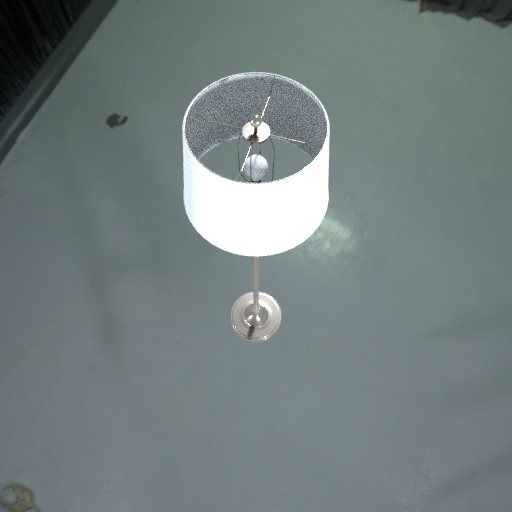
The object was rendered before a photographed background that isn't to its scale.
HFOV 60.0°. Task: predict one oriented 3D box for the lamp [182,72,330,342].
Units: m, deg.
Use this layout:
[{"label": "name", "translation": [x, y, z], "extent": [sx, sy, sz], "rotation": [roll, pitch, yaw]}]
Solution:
[{"label": "lamp", "translation": [0.000, 0.000, 1.709], "extent": [0.431, 1.488, 0.431], "rotation": [0, 64, 0]}]
